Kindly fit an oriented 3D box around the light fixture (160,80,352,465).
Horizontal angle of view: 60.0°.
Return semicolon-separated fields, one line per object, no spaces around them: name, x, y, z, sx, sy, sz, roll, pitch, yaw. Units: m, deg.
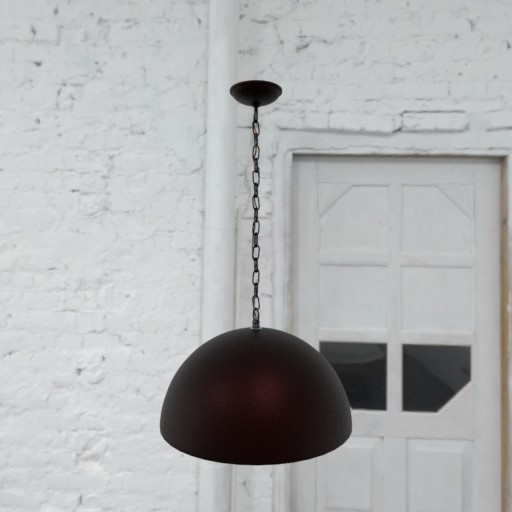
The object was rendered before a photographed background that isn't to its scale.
light fixture;0.000;0.000;1.161;0.492;0.869;0.492;0;-1;-19
